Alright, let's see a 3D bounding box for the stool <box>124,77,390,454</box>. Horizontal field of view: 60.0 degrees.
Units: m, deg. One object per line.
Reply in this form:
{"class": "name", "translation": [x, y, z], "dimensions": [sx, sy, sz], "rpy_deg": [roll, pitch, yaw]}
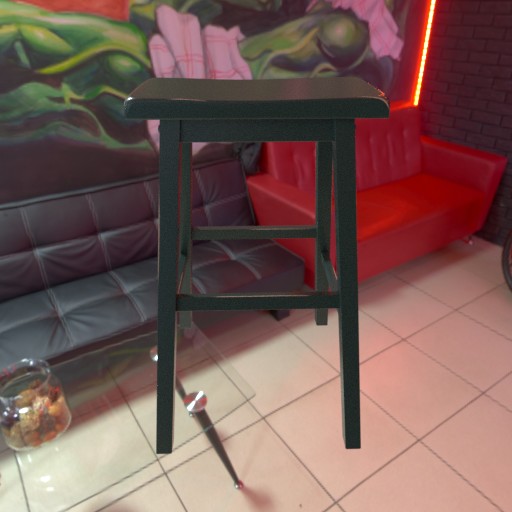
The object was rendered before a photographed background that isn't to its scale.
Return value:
{"class": "stool", "translation": [0.000, 0.000, 1.016], "dimensions": [0.457, 0.737, 0.476], "rpy_deg": [-1, 29, -1]}
